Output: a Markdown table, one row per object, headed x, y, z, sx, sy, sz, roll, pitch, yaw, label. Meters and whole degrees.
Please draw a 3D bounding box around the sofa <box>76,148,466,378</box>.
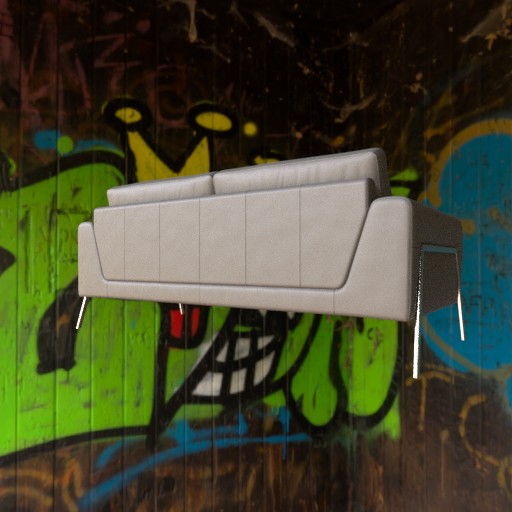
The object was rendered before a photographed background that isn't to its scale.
| x | y | z | sx | sy | sz | roll | pitch | yaw | label |
| --- | --- | --- | --- | --- | --- | --- | --- | --- | --- |
| 0.000 | 0.000 | 2.506 | 2.017 | 0.875 | 0.953 | 0 | -1 | 35 | sofa |
